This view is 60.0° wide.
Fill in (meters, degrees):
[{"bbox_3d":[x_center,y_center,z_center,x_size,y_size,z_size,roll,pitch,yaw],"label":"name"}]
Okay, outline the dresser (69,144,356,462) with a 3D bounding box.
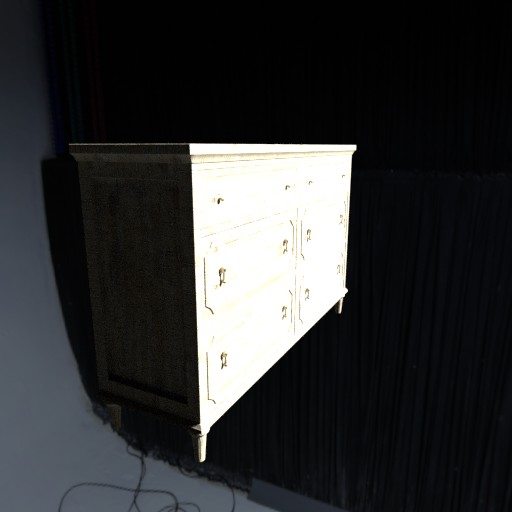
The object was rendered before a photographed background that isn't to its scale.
[{"bbox_3d":[0.000,0.000,2.089,0.457,1.016,1.626,7,16,27],"label":"dresser"}]
